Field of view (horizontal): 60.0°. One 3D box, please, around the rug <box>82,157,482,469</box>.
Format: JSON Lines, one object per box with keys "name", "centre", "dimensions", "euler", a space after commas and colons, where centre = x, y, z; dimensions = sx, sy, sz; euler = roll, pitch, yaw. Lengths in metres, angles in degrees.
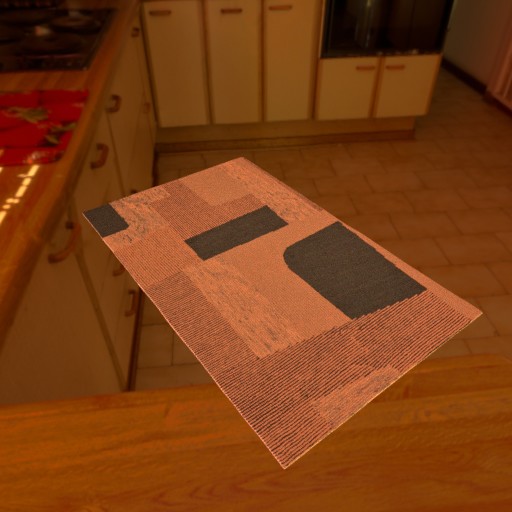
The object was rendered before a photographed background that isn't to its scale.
{"name": "rug", "centre": [0.000, 0.000, 3.009], "dimensions": [1.521, 0.015, 2.436], "euler": [-26, 46, -27]}
